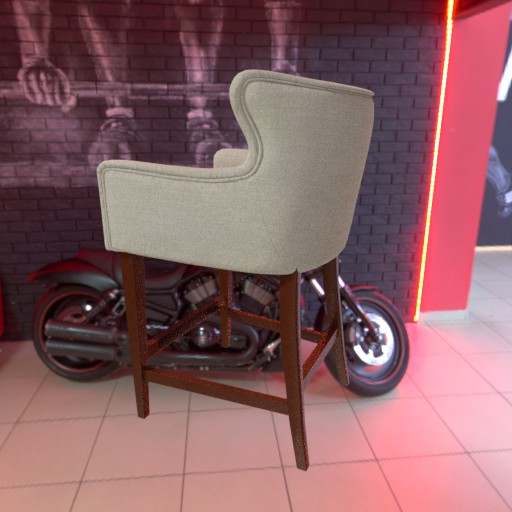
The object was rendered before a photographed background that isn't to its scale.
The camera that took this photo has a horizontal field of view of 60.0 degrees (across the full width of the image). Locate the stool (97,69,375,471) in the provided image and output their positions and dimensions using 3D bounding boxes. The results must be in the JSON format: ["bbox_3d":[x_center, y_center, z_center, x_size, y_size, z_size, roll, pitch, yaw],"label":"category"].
[{"bbox_3d":[0.000,0.000,1.346,0.637,0.987,0.615,8,19,26],"label":"stool"}]
